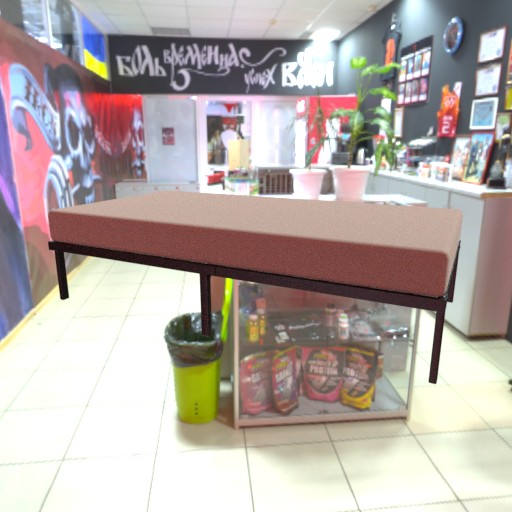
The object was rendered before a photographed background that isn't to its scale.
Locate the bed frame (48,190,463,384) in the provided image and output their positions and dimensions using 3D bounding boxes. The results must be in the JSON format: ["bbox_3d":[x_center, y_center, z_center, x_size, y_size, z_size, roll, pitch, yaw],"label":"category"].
[{"bbox_3d":[0.000,0.000,3.210,2.635,0.680,1.393,7,17,26],"label":"bed frame"}]
